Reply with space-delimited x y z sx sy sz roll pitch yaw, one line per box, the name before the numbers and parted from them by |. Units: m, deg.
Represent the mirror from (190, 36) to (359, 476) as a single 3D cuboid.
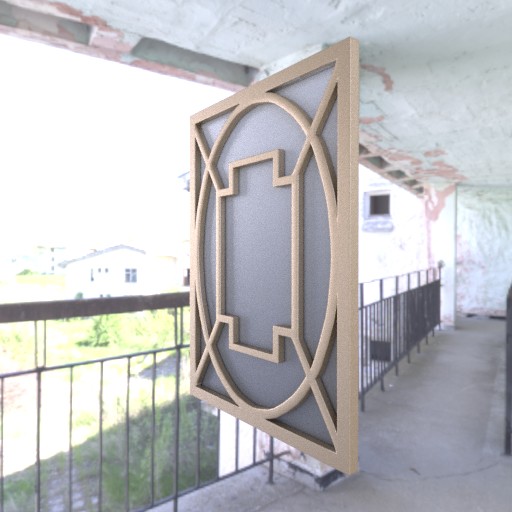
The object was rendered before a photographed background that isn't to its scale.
mirror | 0.000 0.000 1.339 0.032 1.023 0.756 0 1 -38
